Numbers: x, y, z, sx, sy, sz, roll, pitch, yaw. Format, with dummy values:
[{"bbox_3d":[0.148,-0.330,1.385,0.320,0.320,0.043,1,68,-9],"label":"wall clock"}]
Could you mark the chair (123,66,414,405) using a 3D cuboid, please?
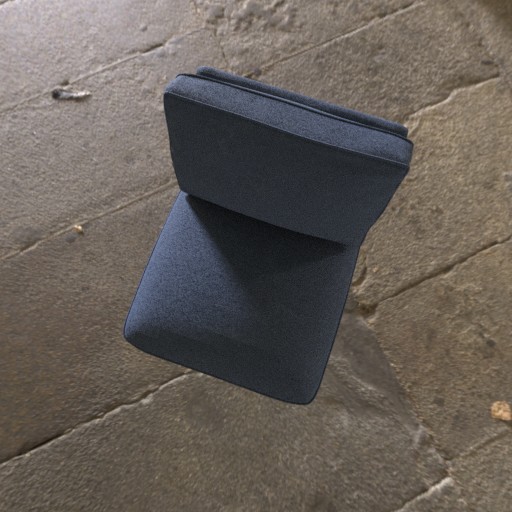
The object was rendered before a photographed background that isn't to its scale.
[{"bbox_3d":[0.000,0.000,1.637,0.724,1.052,0.912,18,77,4],"label":"chair"}]
